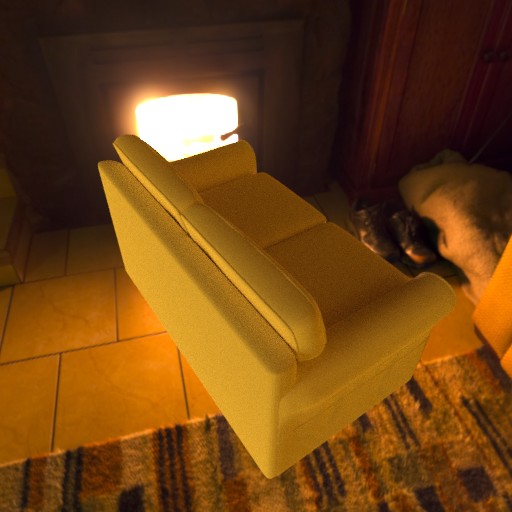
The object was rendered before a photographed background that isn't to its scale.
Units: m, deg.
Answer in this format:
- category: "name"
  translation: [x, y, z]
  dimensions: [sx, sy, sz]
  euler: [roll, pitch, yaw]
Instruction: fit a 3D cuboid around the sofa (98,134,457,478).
- category: "sofa"
  translation: [0.000, 0.000, 2.322]
  dimensions: [0.991, 0.940, 1.727]
  euler: [-24, 47, -25]
